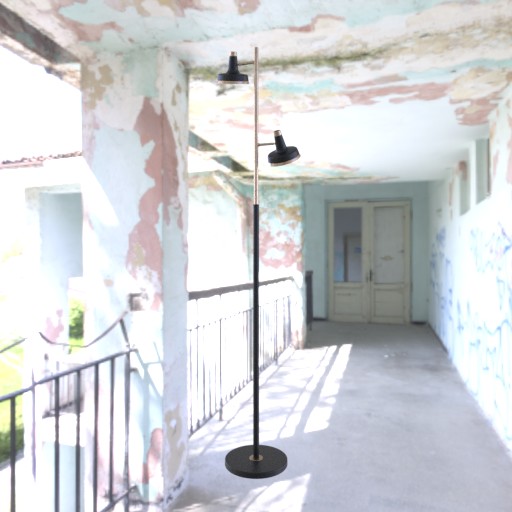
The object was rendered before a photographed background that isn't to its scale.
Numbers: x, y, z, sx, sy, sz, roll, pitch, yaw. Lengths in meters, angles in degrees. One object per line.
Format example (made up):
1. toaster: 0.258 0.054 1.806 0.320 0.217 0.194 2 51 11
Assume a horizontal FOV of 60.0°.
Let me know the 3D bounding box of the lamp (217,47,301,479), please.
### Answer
1. lamp: 0.000 0.000 1.786 0.351 1.674 0.253 0 0 18
